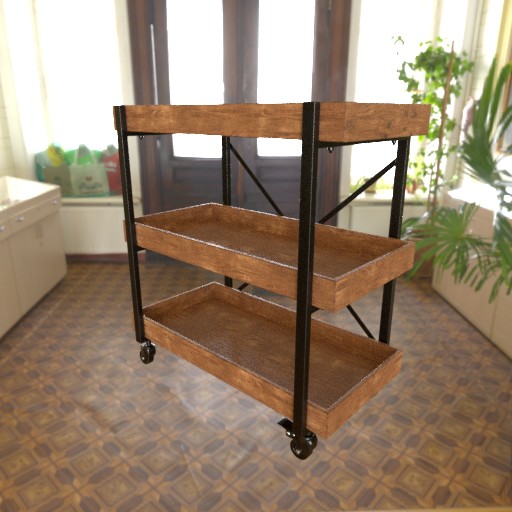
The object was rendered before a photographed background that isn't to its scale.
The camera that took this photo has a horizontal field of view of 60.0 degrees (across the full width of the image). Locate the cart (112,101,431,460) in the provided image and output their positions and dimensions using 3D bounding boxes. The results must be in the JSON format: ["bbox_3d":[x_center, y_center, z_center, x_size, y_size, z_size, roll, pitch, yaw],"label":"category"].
[{"bbox_3d":[0.000,0.000,1.238,0.750,0.800,0.411,16,24,40],"label":"cart"}]
